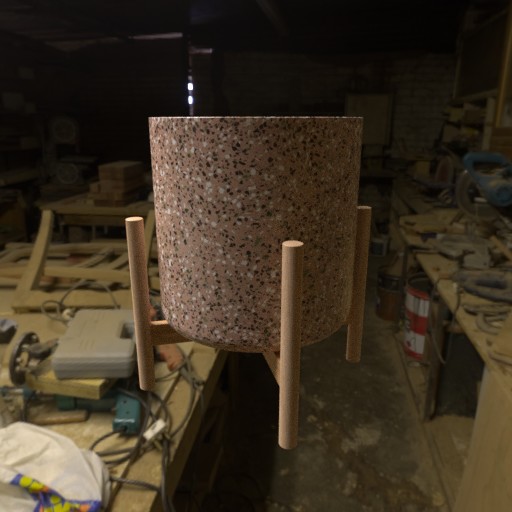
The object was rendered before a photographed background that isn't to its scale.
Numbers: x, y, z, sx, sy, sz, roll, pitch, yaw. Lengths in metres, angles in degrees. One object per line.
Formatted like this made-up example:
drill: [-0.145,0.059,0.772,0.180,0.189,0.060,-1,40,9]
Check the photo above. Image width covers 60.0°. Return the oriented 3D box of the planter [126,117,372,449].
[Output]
planter: [0.000,0.000,0.703,0.360,0.419,0.360,3,17,8]
